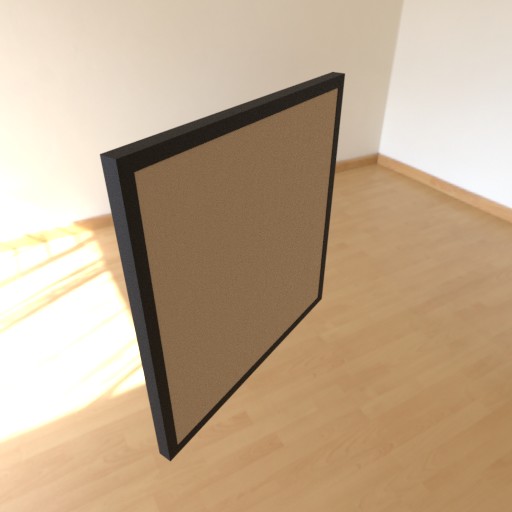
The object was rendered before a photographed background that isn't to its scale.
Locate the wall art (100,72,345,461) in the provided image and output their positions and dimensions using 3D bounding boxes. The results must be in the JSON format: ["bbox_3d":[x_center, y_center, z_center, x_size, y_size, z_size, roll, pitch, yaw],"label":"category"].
[{"bbox_3d":[0.000,0.000,0.452,0.015,0.304,0.306,21,39,29],"label":"wall art"}]
